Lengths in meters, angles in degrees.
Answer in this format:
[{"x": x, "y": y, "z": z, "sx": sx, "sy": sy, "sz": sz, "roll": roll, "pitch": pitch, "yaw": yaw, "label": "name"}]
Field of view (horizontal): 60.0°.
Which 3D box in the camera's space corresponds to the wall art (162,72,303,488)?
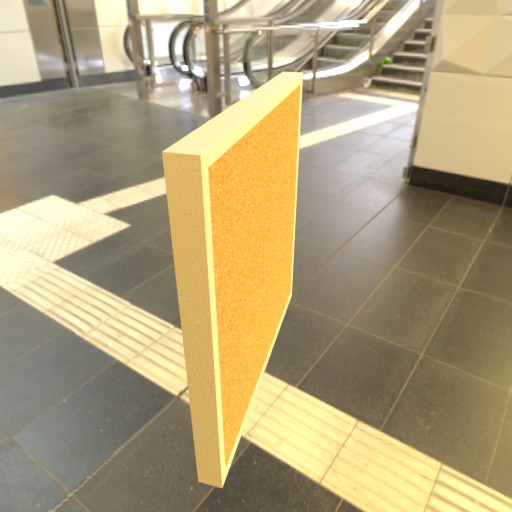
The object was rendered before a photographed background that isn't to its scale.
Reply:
[{"x": 0.000, "y": 0.000, "z": 0.742, "sx": 0.038, "sy": 0.505, "sz": 0.506, "roll": 8, "pitch": 32, "yaw": 13, "label": "wall art"}]
